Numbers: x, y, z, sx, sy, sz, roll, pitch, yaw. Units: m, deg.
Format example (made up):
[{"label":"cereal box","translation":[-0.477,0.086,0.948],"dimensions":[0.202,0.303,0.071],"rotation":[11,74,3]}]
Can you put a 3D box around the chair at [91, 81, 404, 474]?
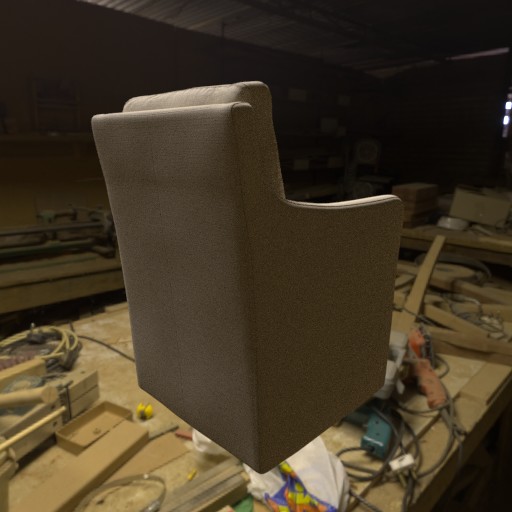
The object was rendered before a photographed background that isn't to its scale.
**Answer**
[{"label":"chair","translation":[0.000,0.000,1.333],"dimensions":[0.694,0.914,0.626],"rotation":[-14,20,-43]}]
